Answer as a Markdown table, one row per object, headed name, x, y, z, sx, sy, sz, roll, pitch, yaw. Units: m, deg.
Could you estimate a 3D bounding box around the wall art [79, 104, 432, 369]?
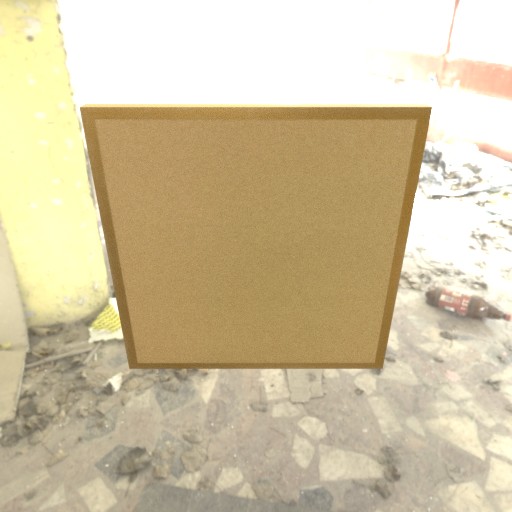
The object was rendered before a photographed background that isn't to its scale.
| name | x | y | z | sx | sy | sz | roll | pitch | yaw |
| --- | --- | --- | --- | --- | --- | --- | --- | --- | --- |
| wall art | 0.000 | 0.000 | 1.160 | 0.762 | 0.760 | 0.037 | 0 | 30 | 0 |
